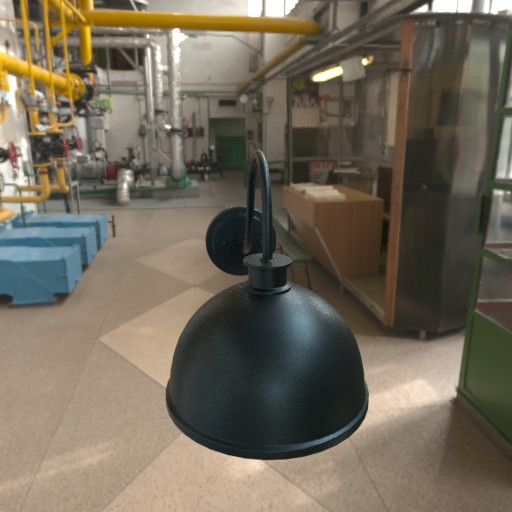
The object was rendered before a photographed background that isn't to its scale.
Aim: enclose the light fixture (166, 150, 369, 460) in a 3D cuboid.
[{"bbox_3d":[0.000,0.000,0.628,0.253,0.295,0.467,-2,16,-7],"label":"light fixture"}]
